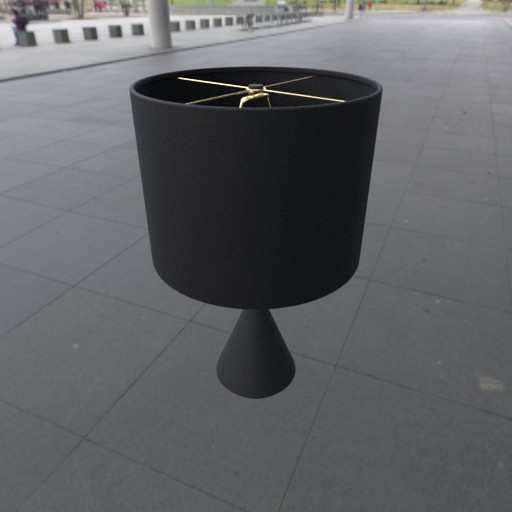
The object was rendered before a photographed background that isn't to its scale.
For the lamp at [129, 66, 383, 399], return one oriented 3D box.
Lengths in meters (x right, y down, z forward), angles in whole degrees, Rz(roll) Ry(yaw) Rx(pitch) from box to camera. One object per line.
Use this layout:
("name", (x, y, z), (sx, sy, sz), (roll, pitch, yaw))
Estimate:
("lamp", (0.000, 0.000, 0.791), (0.359, 0.584, 0.359), (22, 37, 33))
